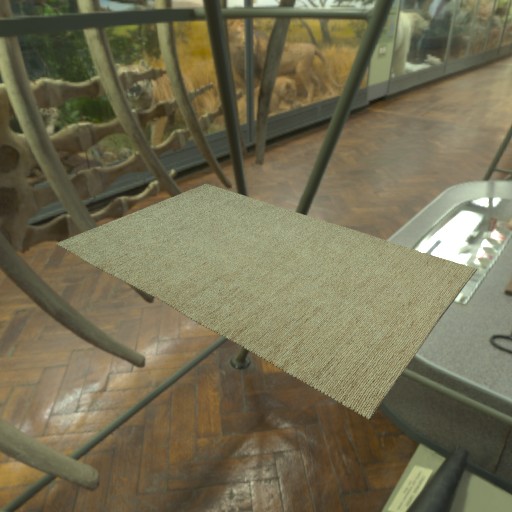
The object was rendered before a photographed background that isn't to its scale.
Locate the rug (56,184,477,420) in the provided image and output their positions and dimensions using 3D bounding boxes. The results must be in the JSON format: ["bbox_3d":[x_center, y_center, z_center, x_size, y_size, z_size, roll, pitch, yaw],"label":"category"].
[{"bbox_3d":[0.000,0.000,3.009,2.439,0.011,1.533,22,37,33],"label":"rug"}]
